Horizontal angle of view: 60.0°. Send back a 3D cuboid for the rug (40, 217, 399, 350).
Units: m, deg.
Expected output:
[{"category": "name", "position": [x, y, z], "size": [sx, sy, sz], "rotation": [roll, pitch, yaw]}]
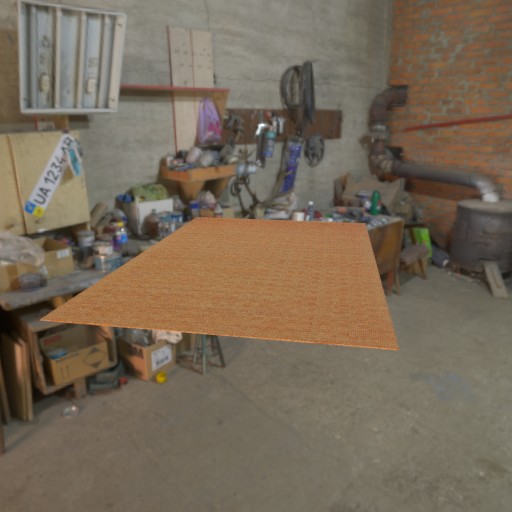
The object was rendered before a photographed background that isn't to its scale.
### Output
[{"category": "rug", "position": [0.000, 0.000, 2.905], "size": [1.524, 0.006, 2.285], "rotation": [3, 17, 10]}]
